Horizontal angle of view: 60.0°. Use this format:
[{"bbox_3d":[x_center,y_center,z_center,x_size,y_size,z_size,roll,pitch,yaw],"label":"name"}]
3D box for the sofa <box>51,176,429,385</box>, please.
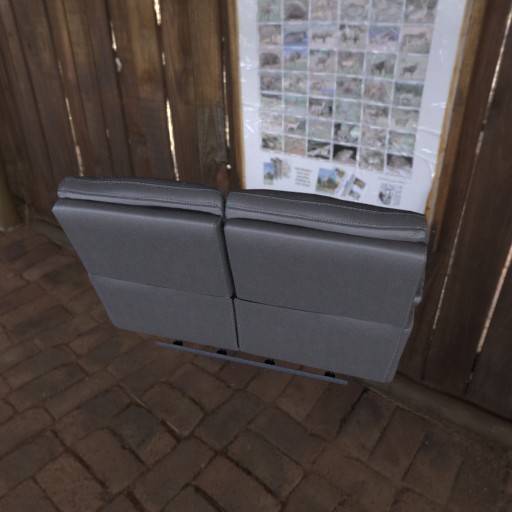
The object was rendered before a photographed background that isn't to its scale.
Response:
[{"bbox_3d":[0.000,0.000,2.464,1.765,1.111,1.104,8,31,14],"label":"sofa"}]
